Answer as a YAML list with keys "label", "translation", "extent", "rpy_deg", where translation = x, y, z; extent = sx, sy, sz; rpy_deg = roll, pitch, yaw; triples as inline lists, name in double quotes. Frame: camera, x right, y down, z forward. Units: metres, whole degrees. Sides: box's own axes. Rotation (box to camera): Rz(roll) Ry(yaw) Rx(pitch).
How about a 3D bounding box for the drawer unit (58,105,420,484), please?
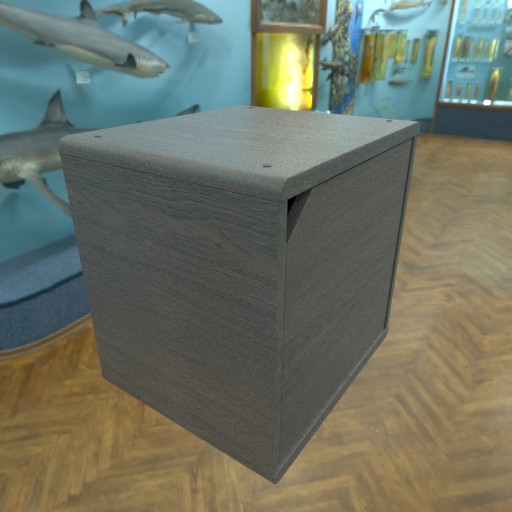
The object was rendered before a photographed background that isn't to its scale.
- label: "drawer unit"
  translation: [0.000, 0.000, 0.607]
  extent: [0.290, 0.344, 0.344]
  rpy_deg: [17, 31, 31]
